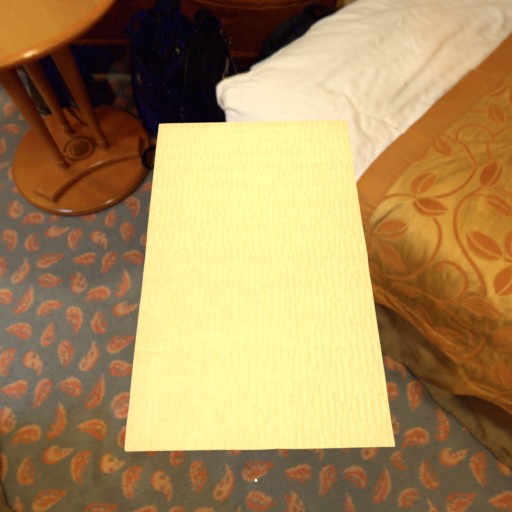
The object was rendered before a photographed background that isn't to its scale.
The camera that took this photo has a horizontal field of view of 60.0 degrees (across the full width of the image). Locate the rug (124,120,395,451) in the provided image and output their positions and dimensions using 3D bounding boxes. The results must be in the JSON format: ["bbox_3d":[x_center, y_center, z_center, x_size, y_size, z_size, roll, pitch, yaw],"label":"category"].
[{"bbox_3d":[0.000,0.000,3.041,1.531,0.014,2.441,-1,63,0],"label":"rug"}]
